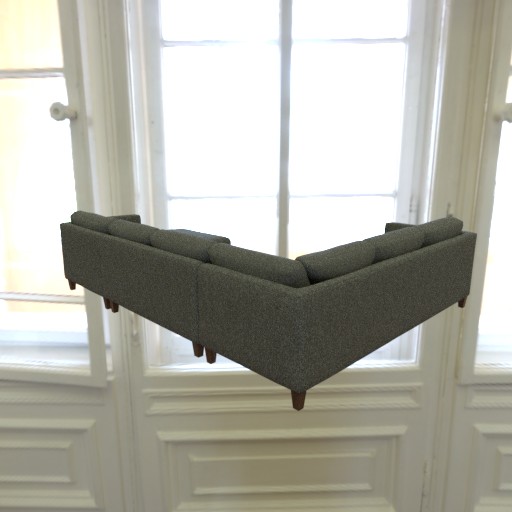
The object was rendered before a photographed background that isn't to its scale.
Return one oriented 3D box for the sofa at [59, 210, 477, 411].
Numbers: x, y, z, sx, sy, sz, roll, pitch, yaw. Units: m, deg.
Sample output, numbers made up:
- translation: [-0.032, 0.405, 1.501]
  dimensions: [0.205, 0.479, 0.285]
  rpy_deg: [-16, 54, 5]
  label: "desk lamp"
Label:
- translation: [0.000, 0.000, 4.333]
  dimensions: [2.551, 0.853, 3.238]
  rpy_deg: [-13, 19, -43]
  label: "sofa"
